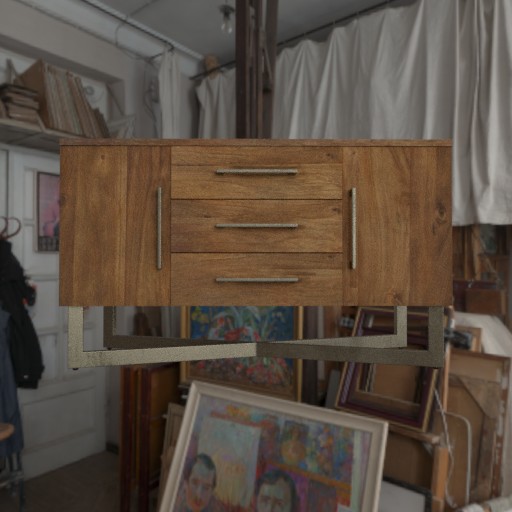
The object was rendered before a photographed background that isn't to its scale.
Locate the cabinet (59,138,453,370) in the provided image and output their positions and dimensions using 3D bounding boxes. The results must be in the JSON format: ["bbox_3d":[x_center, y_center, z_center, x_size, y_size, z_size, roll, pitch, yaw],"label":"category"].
[{"bbox_3d":[0.000,0.000,1.758,1.373,0.812,0.480,0,-1,-1],"label":"cabinet"}]
